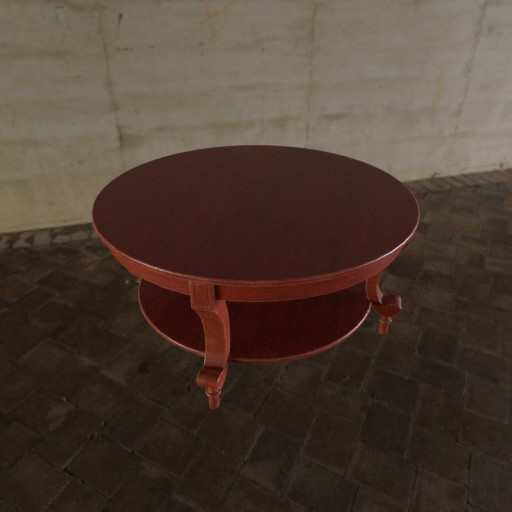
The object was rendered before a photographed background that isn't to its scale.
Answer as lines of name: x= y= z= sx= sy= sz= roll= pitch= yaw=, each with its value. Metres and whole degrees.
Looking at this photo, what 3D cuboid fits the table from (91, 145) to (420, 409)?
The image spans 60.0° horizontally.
table: x=0.000 y=0.000 z=1.574 sx=1.029 sy=0.486 sz=1.029 roll=0 pitch=31 yaw=0
